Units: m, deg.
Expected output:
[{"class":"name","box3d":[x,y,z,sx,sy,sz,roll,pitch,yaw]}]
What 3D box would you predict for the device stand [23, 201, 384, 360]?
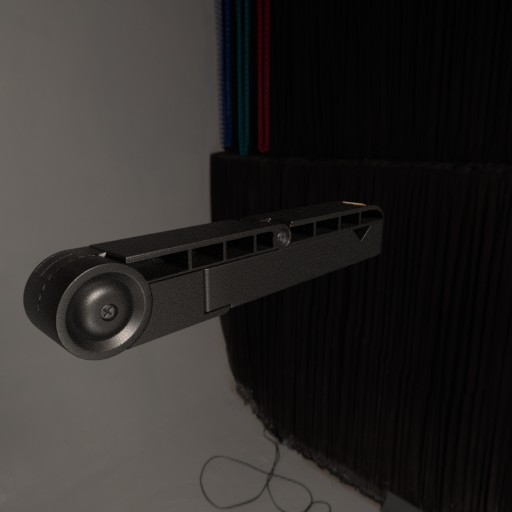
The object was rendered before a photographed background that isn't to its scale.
[{"class":"device stand","box3d":[0.000,0.000,0.189,0.026,0.030,0.179,14,21,42]}]
